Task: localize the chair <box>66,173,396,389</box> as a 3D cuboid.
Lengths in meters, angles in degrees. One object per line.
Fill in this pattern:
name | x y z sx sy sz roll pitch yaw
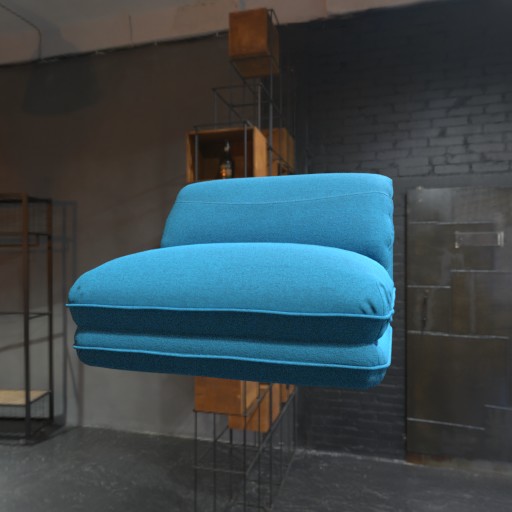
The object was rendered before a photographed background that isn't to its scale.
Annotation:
chair | 0.000 0.000 1.364 0.820 0.580 0.780 0 0 17
